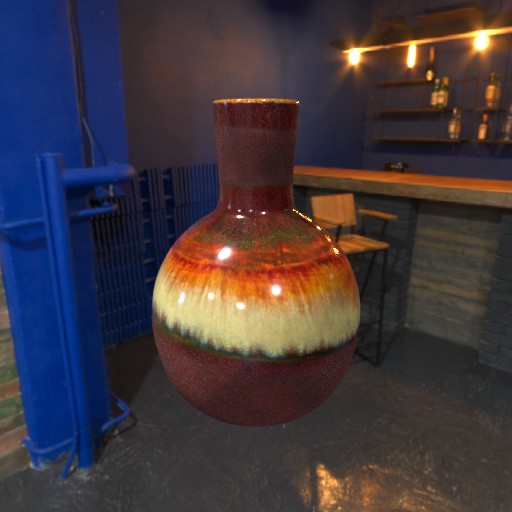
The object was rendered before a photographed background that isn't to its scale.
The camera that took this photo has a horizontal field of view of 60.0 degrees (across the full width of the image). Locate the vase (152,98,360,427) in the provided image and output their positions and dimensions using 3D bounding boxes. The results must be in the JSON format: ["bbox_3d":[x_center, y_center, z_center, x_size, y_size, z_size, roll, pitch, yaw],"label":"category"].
[{"bbox_3d":[0.000,0.000,0.234,0.111,0.154,0.111,0,16,0],"label":"vase"}]
